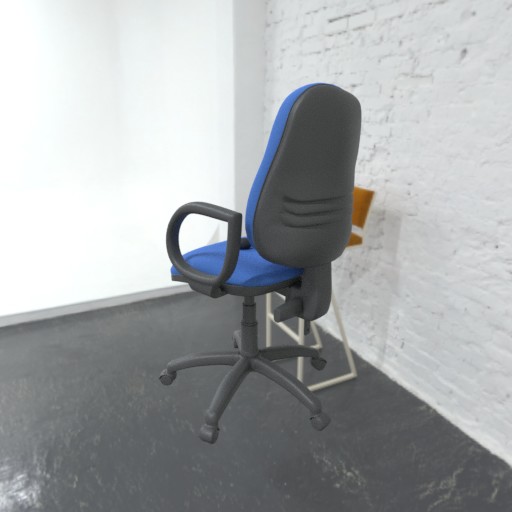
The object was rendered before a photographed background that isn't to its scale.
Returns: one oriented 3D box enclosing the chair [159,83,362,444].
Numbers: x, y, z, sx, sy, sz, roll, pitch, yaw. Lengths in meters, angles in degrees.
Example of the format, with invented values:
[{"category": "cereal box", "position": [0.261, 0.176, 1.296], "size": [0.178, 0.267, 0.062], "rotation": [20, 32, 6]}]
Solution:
[{"category": "chair", "position": [0.000, 0.000, 1.273], "size": [0.549, 0.905, 0.552], "rotation": [16, 23, 41]}]
